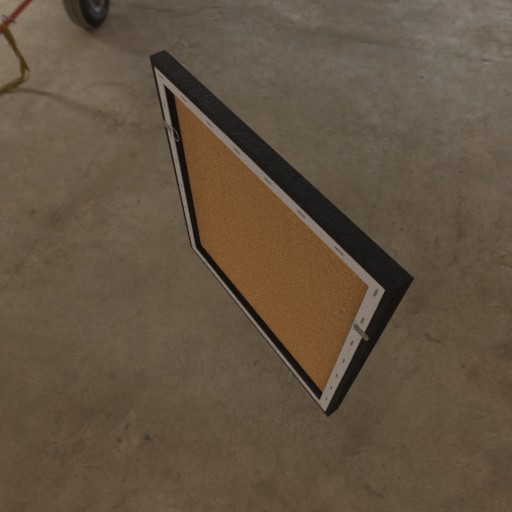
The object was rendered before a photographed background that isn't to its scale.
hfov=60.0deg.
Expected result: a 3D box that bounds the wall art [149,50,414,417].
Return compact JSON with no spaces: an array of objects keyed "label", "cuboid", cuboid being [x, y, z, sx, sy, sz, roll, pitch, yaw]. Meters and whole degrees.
[{"label":"wall art","cuboid":[0.000,0.000,1.157,0.044,0.758,0.758,-32,62,-19]}]
